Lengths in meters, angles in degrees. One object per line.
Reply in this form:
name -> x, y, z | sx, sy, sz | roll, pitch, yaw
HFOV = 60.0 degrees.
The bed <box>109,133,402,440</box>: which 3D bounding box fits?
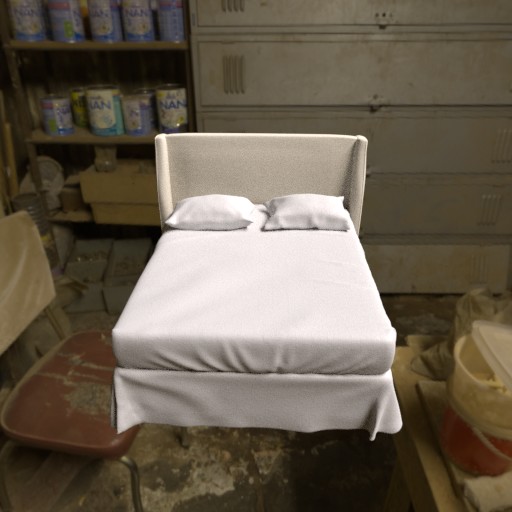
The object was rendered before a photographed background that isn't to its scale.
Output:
bed -> 0.000, 0.000, 3.382 | 1.925, 1.332, 2.276 | 1, 29, 2
